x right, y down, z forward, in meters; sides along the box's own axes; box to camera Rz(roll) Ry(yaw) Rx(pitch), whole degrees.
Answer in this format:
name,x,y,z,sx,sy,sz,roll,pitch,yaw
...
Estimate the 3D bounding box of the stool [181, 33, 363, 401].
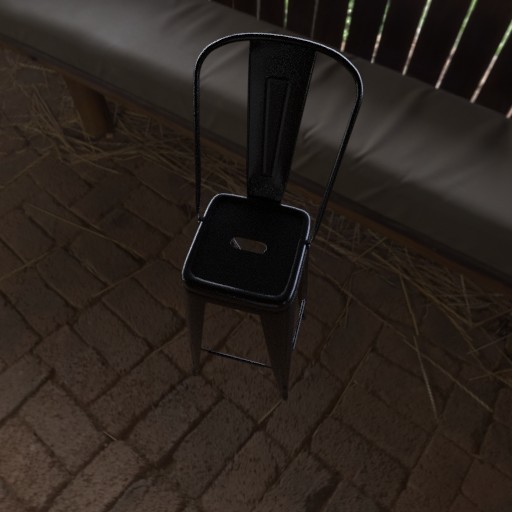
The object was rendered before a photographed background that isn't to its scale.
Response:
name,x,y,z,sx,sy,sz,roll,pitch,yaw
stool,0.000,0.000,1.333,0.399,1.096,0.513,13,59,8
